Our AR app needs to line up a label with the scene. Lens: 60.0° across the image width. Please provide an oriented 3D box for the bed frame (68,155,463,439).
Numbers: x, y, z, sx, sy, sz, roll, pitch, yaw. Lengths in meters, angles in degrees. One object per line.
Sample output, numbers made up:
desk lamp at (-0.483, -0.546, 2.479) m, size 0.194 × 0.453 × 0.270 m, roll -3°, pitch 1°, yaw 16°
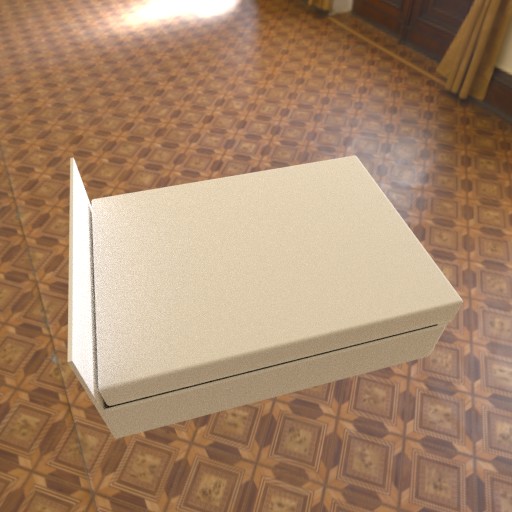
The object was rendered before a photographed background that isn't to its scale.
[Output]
bed frame at (0.000, 0.000, 2.639) m, size 1.900 × 0.800 × 1.400 m, roll -11°, pitch 48°, yaw -10°
